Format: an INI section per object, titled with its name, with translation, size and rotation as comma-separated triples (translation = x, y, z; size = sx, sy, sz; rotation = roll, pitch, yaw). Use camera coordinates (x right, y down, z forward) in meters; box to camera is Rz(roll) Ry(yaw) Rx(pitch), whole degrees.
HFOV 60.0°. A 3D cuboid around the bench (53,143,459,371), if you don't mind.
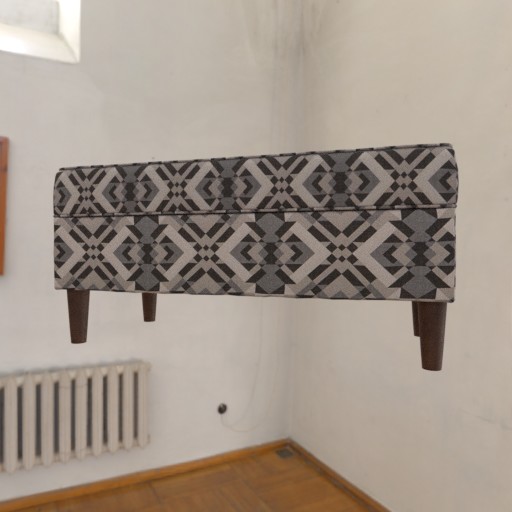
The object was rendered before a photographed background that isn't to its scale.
[bench]
translation = 0.000, 0.000, 1.270
size = 1.016, 0.477, 0.492
rotation = 0, 1, 17
